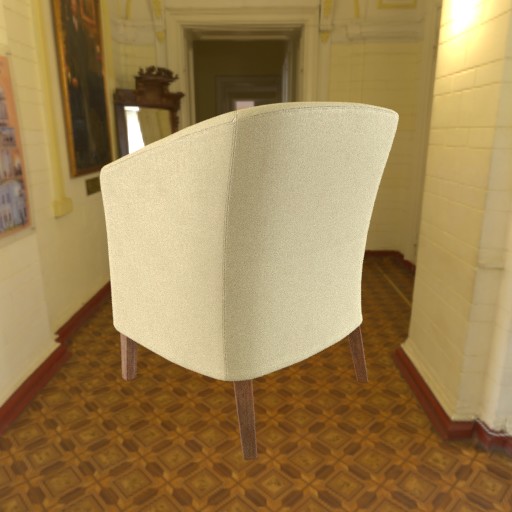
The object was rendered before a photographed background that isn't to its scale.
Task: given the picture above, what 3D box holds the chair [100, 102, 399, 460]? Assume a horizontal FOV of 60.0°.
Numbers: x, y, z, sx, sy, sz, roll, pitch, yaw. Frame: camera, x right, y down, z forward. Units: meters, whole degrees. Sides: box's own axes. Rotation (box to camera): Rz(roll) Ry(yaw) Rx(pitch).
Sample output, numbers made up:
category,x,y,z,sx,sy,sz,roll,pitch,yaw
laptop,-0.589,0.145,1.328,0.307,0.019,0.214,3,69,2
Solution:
category,x,y,z,sx,sy,sz,roll,pitch,yaw
chair,0.000,0.000,1.300,0.643,0.822,0.657,-14,21,-42
